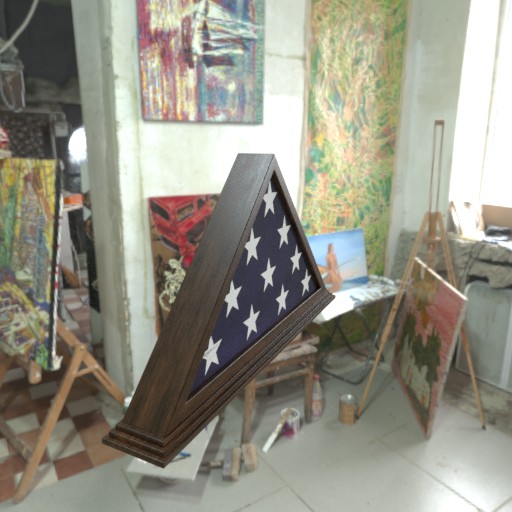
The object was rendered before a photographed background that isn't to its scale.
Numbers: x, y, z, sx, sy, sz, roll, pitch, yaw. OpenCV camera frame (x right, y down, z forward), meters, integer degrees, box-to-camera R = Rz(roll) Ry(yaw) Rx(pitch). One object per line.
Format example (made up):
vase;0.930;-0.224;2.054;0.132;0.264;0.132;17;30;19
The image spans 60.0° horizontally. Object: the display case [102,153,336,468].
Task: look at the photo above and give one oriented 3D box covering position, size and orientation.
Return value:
display case;0.000;0.000;0.755;0.095;0.340;0.640;7;16;26
